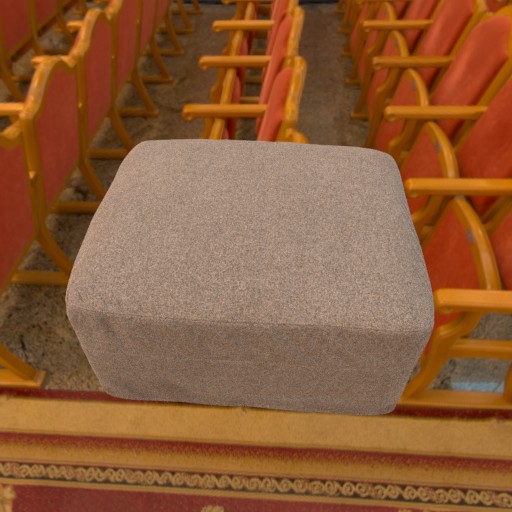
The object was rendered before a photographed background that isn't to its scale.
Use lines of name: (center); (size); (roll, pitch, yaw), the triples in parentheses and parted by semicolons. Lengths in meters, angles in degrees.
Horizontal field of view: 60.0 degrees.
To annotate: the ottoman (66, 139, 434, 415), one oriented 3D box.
ottoman: (0.000, 0.000, 1.244); (0.837, 0.481, 0.683); (3, 46, 3)
